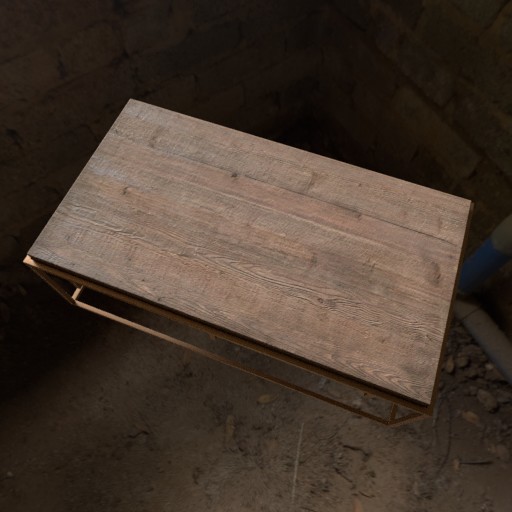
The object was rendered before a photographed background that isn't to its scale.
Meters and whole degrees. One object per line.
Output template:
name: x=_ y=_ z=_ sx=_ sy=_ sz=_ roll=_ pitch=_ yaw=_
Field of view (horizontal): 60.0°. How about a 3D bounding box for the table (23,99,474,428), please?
table: x=0.000 y=0.000 z=1.722 sx=1.387 sy=0.468 sz=0.775 roll=19 pitch=66 yaw=9
